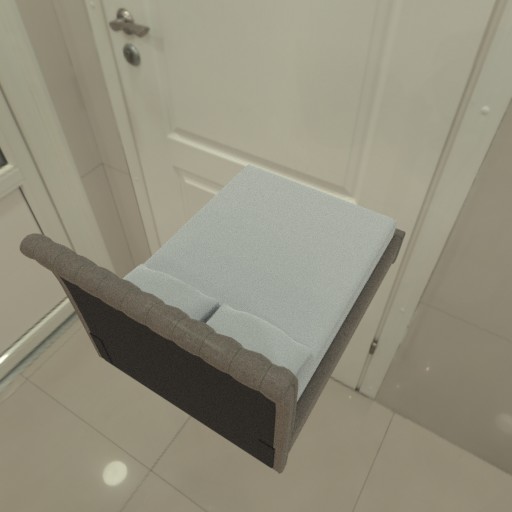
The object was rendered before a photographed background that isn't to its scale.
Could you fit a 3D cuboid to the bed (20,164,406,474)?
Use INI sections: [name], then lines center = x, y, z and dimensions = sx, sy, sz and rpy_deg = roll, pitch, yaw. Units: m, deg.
[bed]
center = 0.000, 0.000, 3.229
dimensions = 1.645, 1.371, 2.252
rpy_deg = 25, 53, 21
